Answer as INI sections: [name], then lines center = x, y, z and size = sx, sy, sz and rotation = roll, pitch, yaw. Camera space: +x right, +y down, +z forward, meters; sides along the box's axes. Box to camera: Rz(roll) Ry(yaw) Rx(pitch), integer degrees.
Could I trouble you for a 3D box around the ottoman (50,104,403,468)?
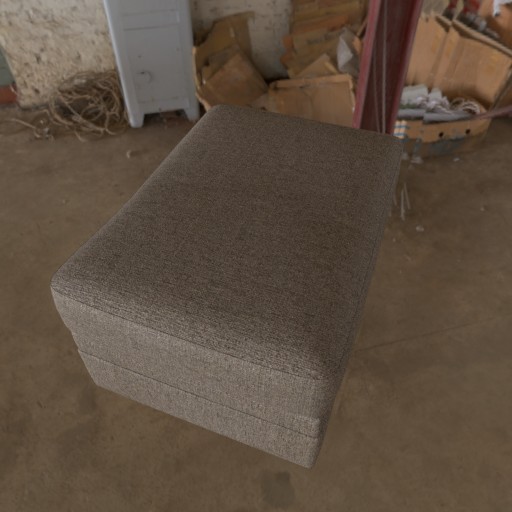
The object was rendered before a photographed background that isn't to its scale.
[ottoman]
center = 0.000, 0.000, 1.241
size = 0.637, 0.478, 0.885
rotation = 15, 48, 15
